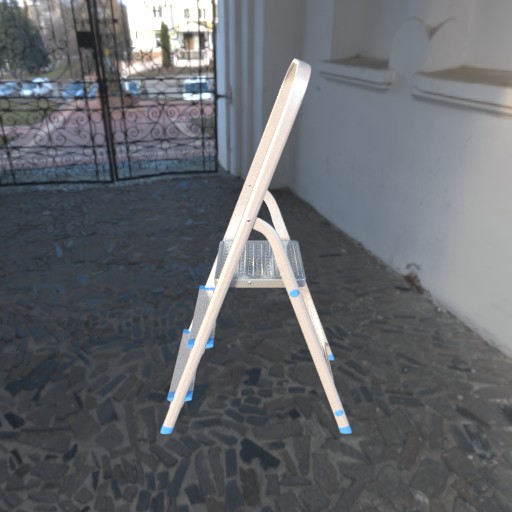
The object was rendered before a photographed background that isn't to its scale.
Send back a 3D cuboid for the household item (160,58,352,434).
[{"bbox_3d":[0.000,0.000,1.498,0.687,1.215,0.420,0,27,0],"label":"household item"}]
